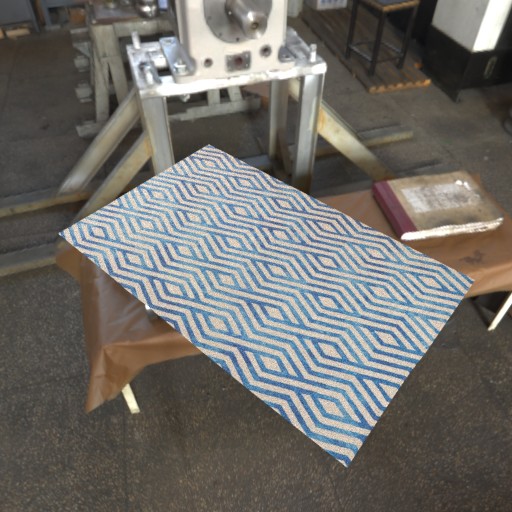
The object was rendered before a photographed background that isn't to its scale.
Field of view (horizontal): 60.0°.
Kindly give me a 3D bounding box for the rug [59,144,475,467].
[{"bbox_3d":[0.000,0.000,3.031,2.439,0.008,1.531,32,54,27],"label":"rug"}]
